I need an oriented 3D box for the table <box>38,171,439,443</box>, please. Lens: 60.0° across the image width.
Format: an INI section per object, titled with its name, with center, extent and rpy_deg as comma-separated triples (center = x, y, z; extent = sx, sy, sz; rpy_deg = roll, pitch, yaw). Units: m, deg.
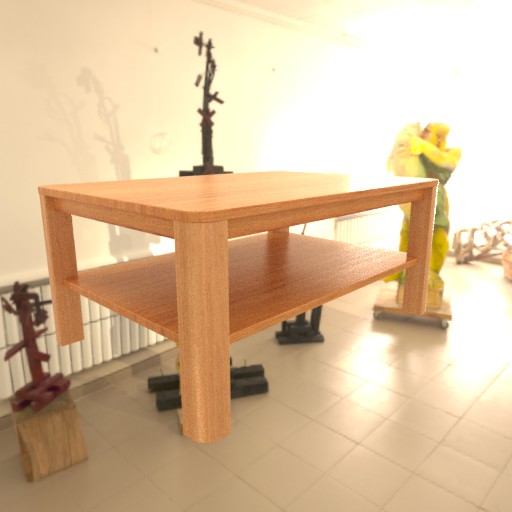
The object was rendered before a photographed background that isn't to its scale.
[table]
center = 0.000, 0.000, 1.352
extent = 0.696, 0.445, 0.997
rpy_deg = 13, 19, 42
